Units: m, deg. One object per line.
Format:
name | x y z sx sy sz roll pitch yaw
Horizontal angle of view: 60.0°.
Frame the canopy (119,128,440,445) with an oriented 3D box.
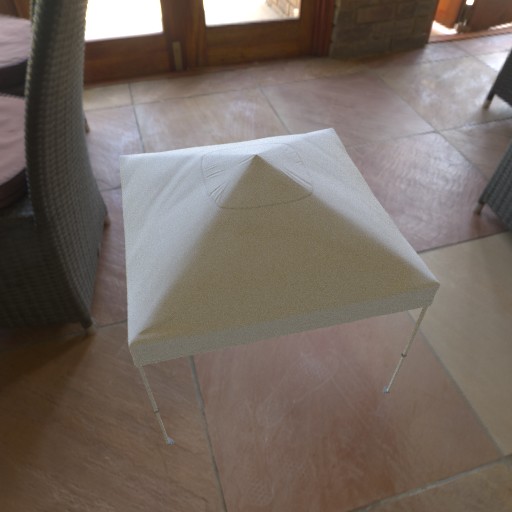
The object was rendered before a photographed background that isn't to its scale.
canopy | 0.000 0.000 5.588 2.998 2.997 2.996 -10 47 -9
